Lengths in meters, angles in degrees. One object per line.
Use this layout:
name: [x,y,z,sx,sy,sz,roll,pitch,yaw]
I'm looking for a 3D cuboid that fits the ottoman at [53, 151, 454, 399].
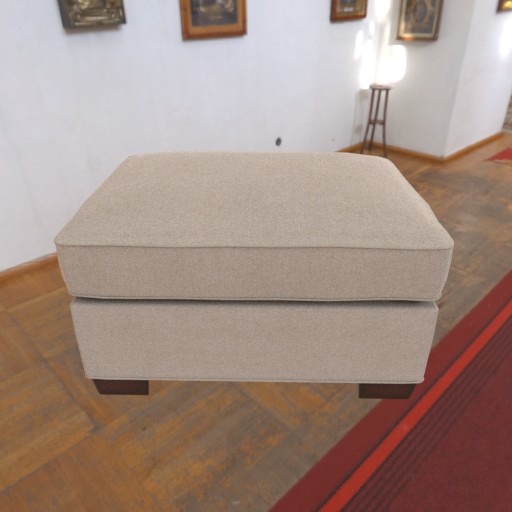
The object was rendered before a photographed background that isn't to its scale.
ottoman: [0.000,0.000,1.262,0.846,0.503,0.617,1,30,1]
